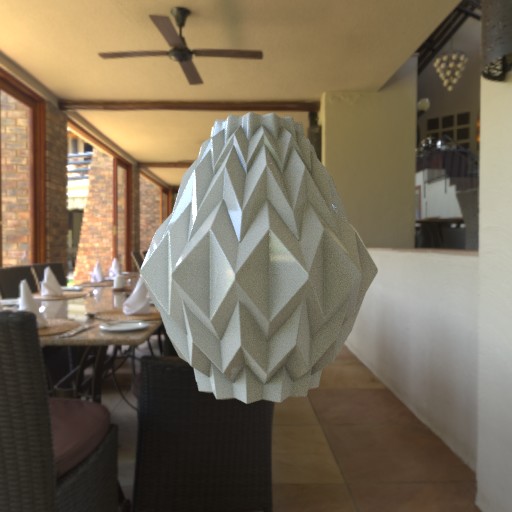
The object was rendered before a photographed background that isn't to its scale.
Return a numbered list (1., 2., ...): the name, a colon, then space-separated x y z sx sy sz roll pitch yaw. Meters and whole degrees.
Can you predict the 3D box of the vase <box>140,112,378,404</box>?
1. vase: 0.000 0.000 0.315 0.164 0.185 0.164 0 1 0
